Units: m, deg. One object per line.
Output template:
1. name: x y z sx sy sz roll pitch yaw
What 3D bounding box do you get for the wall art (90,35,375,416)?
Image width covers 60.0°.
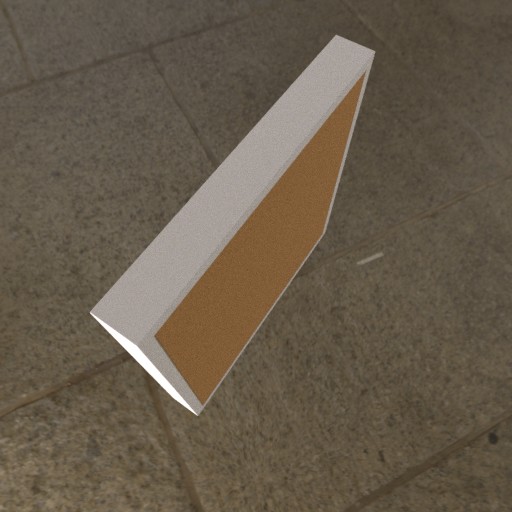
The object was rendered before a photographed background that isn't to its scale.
1. wall art: 0.000 0.000 0.456 0.038 0.305 0.305 31 67 15
